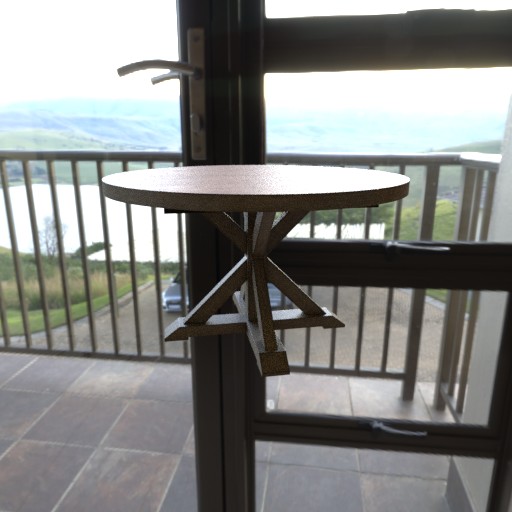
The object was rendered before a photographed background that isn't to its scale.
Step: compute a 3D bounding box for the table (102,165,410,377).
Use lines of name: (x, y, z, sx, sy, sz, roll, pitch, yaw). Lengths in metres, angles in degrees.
table: (0.000, 0.000, 2.167, 1.363, 0.781, 1.363, 0, 15, 0)
